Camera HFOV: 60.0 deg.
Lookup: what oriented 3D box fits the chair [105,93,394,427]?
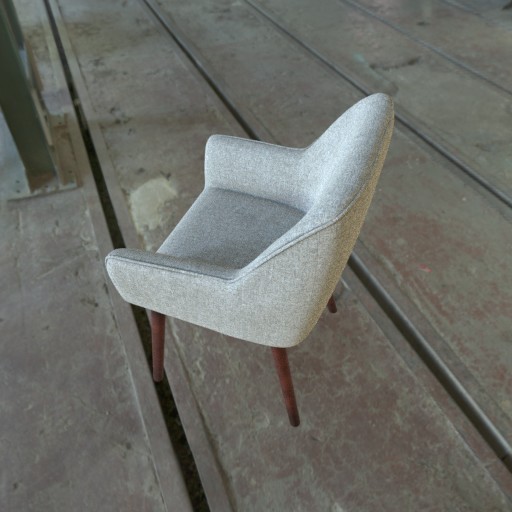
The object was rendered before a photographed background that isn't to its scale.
[{"bbox_3d":[0.000,0.000,1.169,0.519,0.803,0.543,16,48,15],"label":"chair"}]
